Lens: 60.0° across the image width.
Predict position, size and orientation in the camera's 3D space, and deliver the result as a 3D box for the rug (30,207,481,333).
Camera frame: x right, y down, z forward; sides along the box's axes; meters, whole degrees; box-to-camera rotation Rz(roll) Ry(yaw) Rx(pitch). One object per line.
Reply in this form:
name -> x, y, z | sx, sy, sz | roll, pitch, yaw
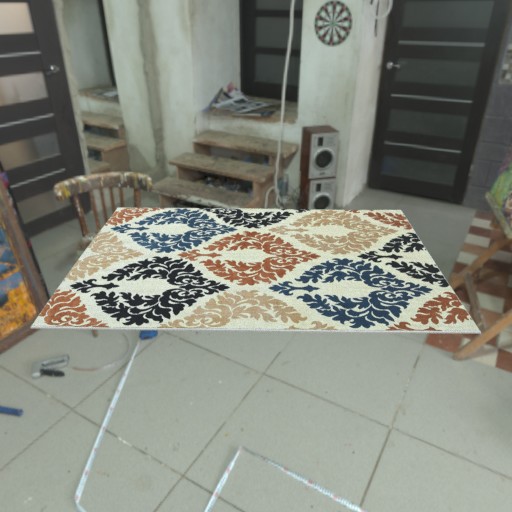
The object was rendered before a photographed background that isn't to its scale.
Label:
rug -> 0.000, 0.000, 2.881 | 2.275, 0.014, 1.514 | 1, 30, 1
